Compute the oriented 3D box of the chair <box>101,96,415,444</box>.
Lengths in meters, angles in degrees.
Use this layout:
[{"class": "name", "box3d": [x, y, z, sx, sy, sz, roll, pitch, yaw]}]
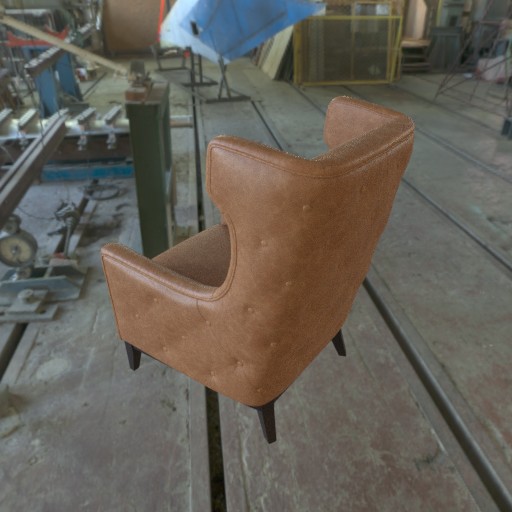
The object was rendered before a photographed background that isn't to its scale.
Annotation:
[{"class": "chair", "box3d": [0.000, 0.000, 1.657, 0.899, 1.079, 0.766, 21, 36, 31]}]
